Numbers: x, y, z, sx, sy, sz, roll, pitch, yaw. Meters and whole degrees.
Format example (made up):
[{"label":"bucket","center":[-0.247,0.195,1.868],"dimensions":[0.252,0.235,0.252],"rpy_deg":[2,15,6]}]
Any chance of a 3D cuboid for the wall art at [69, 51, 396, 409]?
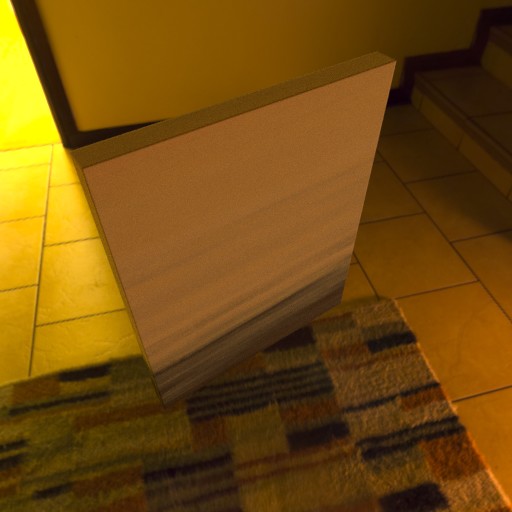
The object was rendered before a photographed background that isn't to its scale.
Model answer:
[{"label":"wall art","center":[0.000,0.000,0.810],"dimensions":[0.489,0.608,0.040],"rpy_deg":[-27,52,-23]}]
